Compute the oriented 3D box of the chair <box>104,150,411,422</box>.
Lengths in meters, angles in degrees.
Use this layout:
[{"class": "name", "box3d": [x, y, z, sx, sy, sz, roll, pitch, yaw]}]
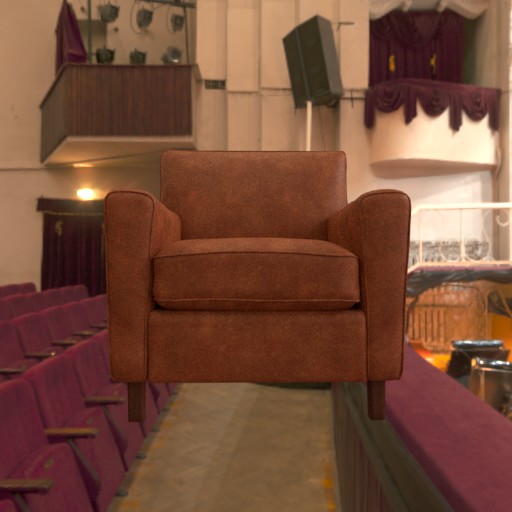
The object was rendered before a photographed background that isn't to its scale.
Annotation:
[{"class": "chair", "box3d": [0.000, 0.000, 1.611, 0.870, 0.943, 0.823, 0, 0, -1]}]
